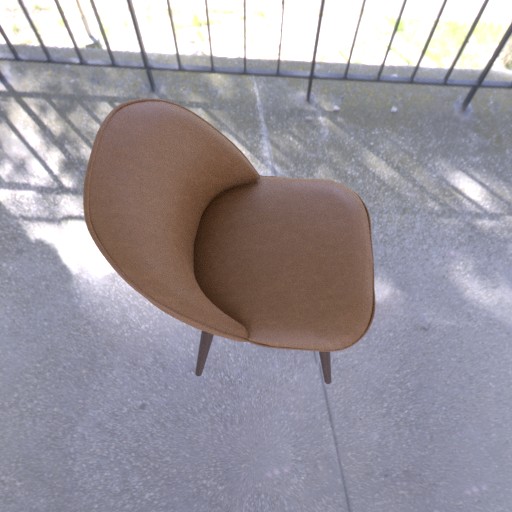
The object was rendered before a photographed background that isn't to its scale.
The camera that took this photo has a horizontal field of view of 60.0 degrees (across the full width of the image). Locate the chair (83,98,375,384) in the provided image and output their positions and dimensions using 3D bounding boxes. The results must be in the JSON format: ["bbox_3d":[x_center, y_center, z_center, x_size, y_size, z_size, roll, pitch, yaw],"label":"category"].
[{"bbox_3d":[0.000,0.000,1.201,0.631,0.831,0.521,3,65,1],"label":"chair"}]
